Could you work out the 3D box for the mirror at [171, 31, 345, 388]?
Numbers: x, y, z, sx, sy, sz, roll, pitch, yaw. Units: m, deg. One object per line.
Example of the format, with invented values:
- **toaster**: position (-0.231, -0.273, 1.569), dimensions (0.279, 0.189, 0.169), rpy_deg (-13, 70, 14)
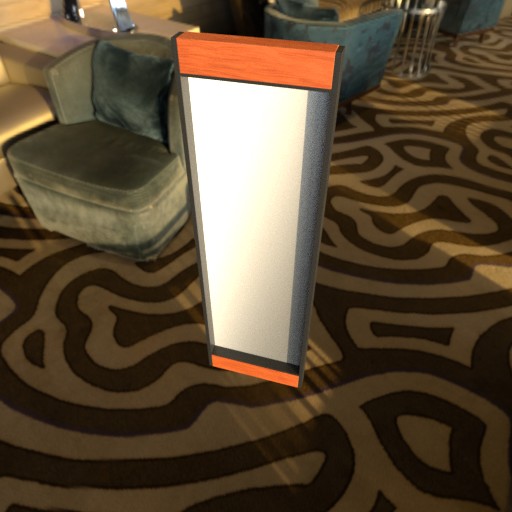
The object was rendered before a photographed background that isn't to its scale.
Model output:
- **mirror**: position (0.000, 0.000, 1.238), dimensions (0.343, 1.123, 0.047), rpy_deg (11, 43, 12)
